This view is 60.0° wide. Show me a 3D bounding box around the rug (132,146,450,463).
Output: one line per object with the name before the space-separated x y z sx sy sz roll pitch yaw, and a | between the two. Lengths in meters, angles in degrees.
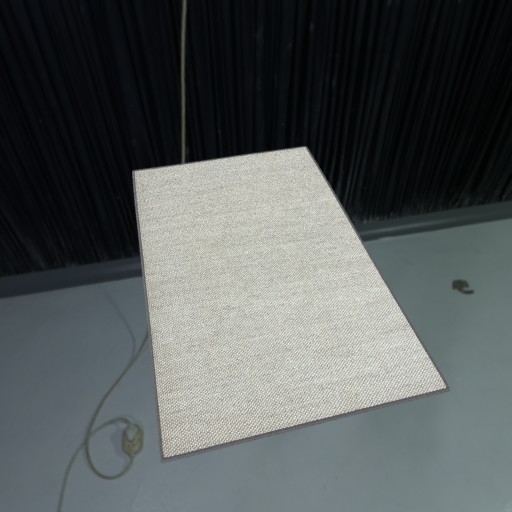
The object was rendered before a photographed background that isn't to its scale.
rug | 0.000 0.000 2.101 1.067 0.013 1.676 -10 47 -10
